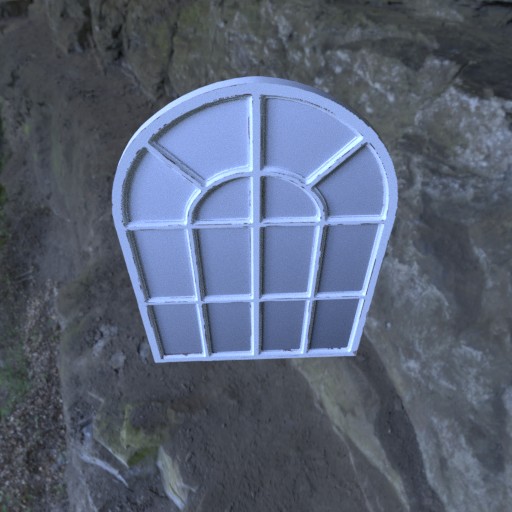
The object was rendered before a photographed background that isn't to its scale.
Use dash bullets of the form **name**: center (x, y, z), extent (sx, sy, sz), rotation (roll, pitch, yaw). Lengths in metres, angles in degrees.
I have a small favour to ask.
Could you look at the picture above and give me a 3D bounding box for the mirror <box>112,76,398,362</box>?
- **mirror**: center (0.000, 0.000, 1.143), extent (0.660, 0.920, 0.032), rotation (-2, 45, -2)
